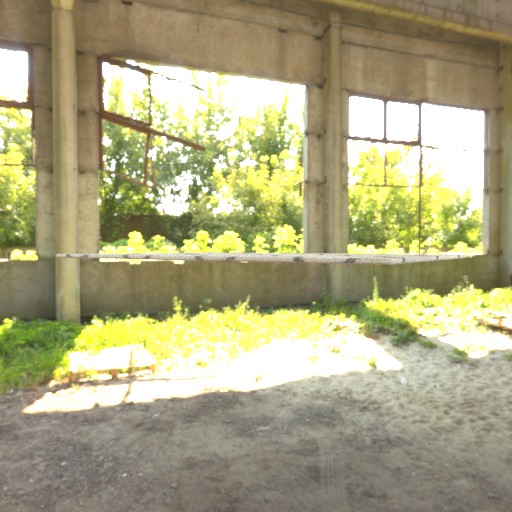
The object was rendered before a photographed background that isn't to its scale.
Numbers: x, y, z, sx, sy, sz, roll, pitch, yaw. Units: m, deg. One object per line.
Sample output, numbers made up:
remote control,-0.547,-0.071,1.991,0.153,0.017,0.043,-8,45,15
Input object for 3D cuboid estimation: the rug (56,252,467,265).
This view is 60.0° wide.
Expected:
rug,0.000,0.000,2.989,2.348,0.024,1.501,1,1,36
